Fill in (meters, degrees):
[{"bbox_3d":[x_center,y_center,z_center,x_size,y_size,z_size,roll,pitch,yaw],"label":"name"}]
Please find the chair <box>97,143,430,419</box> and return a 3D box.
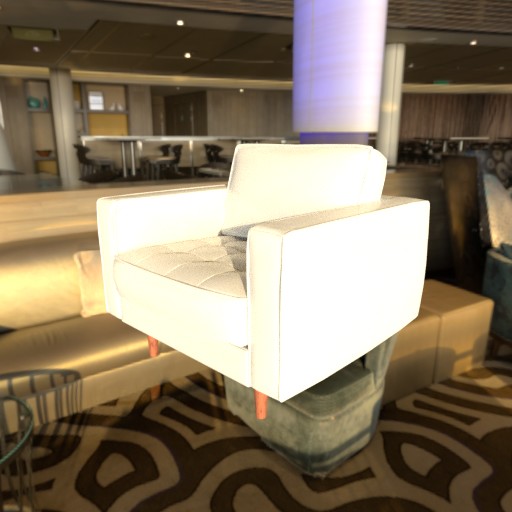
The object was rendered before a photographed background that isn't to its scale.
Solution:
[{"bbox_3d":[0.000,0.000,1.581,0.928,0.773,0.843,14,20,42],"label":"chair"}]
